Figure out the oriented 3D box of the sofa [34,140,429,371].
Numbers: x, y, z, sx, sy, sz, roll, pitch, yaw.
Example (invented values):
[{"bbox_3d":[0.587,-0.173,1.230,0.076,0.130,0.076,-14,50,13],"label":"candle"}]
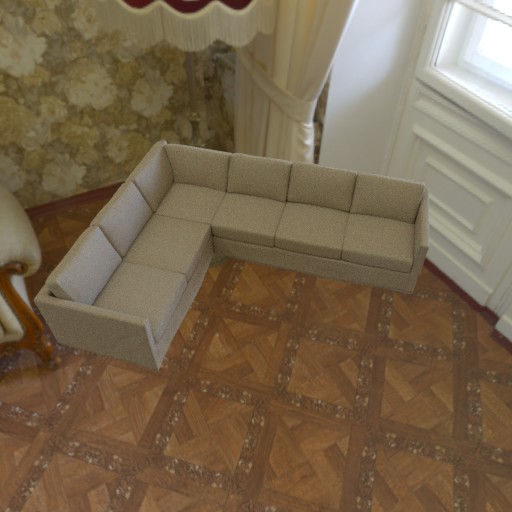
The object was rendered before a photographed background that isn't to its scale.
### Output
[{"bbox_3d":[0.000,0.000,4.361,3.182,0.871,2.432,11,47,10],"label":"sofa"}]
